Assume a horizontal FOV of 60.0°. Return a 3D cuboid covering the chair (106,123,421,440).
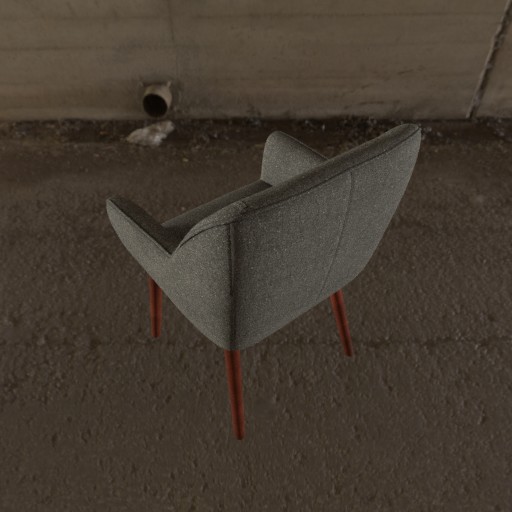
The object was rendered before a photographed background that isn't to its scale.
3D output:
[{"bbox_3d":[0.000,0.000,1.141,0.543,0.803,0.519,-29,52,-26],"label":"chair"}]
